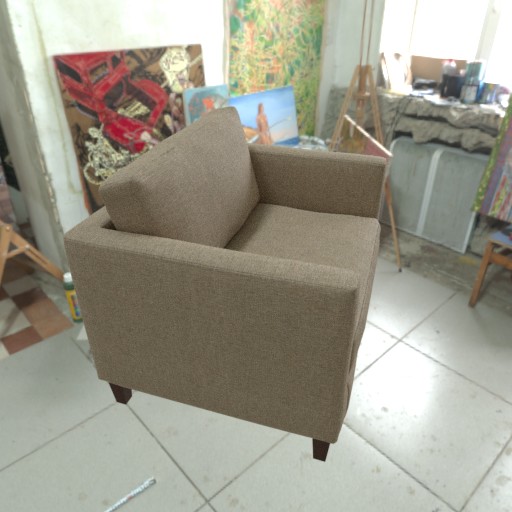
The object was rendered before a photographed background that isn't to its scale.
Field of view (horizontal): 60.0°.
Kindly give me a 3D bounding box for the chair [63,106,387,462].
[{"bbox_3d":[0.000,0.000,1.834,0.959,0.987,1.107,10,33,15],"label":"chair"}]
